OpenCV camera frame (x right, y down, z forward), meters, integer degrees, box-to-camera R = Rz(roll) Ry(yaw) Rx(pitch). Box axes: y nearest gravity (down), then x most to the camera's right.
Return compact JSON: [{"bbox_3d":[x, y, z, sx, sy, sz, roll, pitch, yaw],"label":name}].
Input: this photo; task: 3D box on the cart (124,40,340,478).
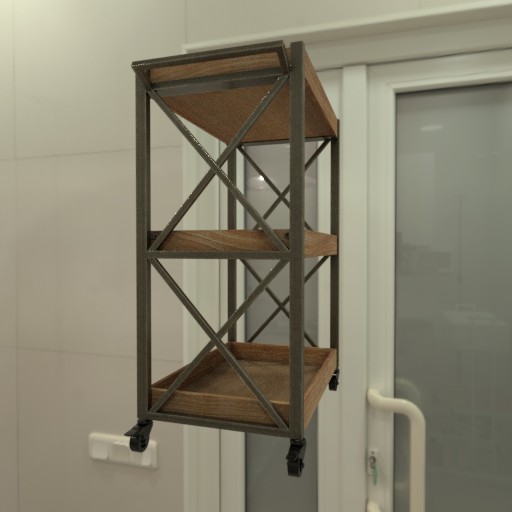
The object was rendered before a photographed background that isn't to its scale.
[{"bbox_3d":[0.000,0.000,1.175,0.377,0.835,0.673,0,1,18],"label":"cart"}]
